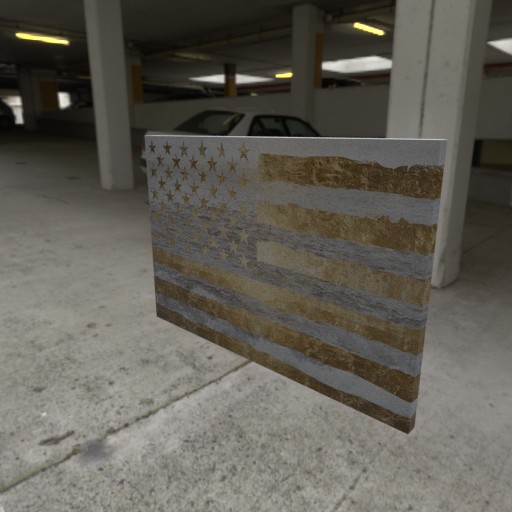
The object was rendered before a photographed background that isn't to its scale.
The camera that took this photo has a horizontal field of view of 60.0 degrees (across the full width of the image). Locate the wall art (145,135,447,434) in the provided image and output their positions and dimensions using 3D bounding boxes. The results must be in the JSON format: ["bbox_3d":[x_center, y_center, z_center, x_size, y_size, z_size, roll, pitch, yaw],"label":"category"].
[{"bbox_3d":[0.000,0.000,1.467,1.145,0.762,0.041,14,21,41],"label":"wall art"}]
